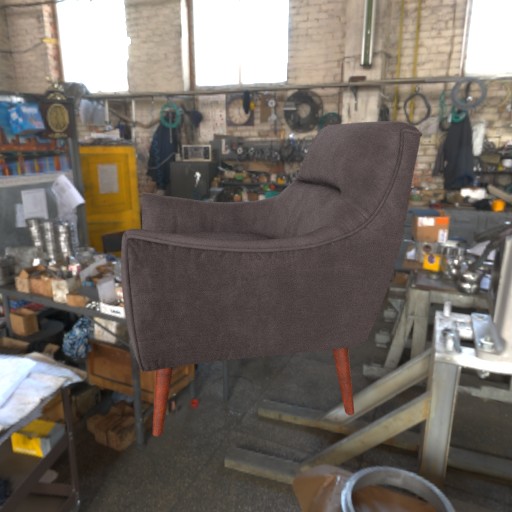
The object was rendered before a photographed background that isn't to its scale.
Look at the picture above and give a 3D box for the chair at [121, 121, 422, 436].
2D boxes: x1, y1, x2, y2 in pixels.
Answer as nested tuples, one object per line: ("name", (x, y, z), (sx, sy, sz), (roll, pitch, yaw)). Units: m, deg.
("chair", (0.000, 0.000, 1.449), (0.787, 0.838, 0.762), (-3, 15, -10))
